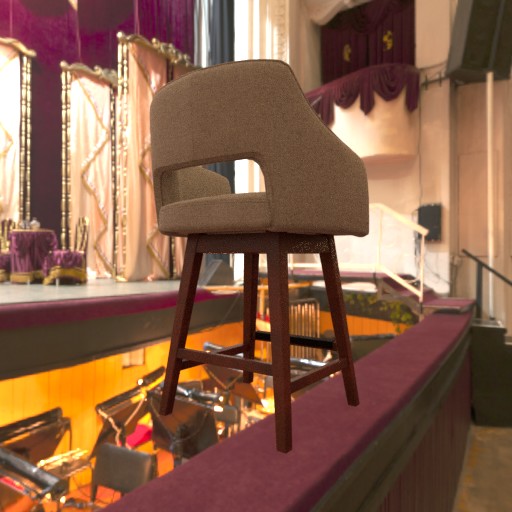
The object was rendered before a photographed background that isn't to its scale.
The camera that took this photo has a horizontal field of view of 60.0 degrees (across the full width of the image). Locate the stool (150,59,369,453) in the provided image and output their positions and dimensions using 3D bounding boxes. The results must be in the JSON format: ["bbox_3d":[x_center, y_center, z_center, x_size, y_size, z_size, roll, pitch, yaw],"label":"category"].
[{"bbox_3d":[0.000,0.000,1.338,0.599,0.944,0.558,0,0,36],"label":"stool"}]
